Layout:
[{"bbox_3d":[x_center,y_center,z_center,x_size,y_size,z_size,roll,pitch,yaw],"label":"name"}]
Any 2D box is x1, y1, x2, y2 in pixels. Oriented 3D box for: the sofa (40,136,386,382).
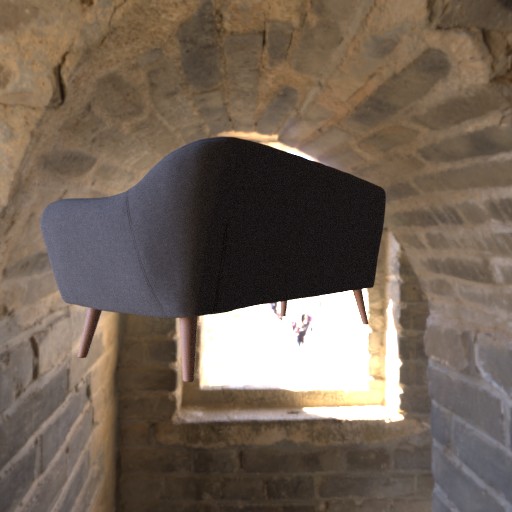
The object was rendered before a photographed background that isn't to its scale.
[{"bbox_3d":[0.000,0.000,2.214,0.820,0.820,1.840,0,0,36],"label":"sofa"}]
